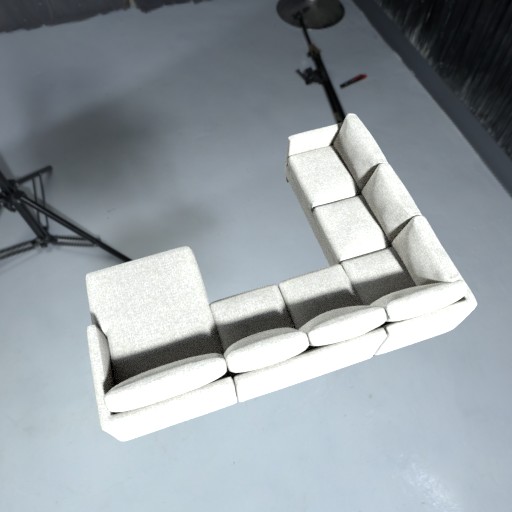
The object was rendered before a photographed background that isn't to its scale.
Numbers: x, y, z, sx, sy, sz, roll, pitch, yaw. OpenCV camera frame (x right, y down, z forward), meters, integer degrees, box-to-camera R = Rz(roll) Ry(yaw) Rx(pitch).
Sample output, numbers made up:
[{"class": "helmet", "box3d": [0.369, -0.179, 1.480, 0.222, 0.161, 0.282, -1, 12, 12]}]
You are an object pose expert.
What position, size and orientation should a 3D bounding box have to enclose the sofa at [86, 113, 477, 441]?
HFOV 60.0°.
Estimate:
[{"class": "sofa", "box3d": [0.000, 0.000, 4.584, 3.460, 0.959, 2.593, -16, 60, -9]}]
